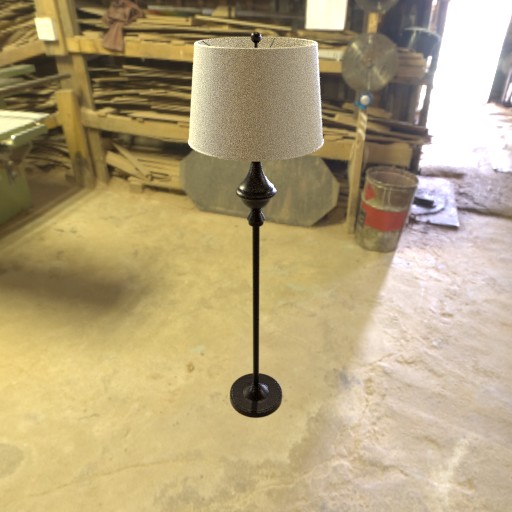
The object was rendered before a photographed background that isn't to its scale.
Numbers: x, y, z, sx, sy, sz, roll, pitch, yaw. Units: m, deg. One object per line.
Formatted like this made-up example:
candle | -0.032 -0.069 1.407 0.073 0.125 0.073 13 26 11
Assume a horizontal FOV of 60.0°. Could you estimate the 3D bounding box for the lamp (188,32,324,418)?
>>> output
lamp | 0.000 0.000 1.641 0.431 1.484 0.431 0 31 0
